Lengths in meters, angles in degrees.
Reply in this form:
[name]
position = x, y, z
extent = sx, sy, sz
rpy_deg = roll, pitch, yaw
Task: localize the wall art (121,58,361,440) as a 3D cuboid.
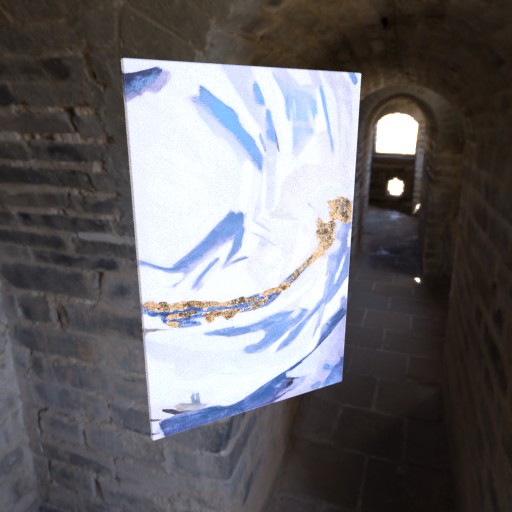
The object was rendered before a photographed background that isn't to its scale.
[wall art]
position = 0.000, 0.000, 1.155
extent = 0.610, 0.914, 0.016
rpy_deg = -8, 19, -26
